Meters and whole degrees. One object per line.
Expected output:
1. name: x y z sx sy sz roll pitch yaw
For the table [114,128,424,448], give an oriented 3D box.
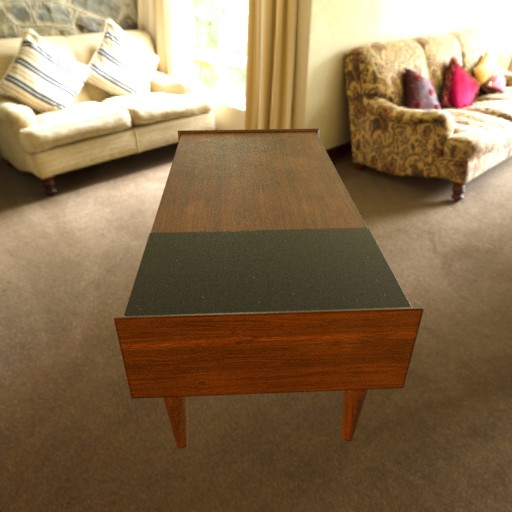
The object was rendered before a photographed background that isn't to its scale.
1. table: 0.000 0.000 1.519 0.610 0.508 1.221 -1 32 -2
